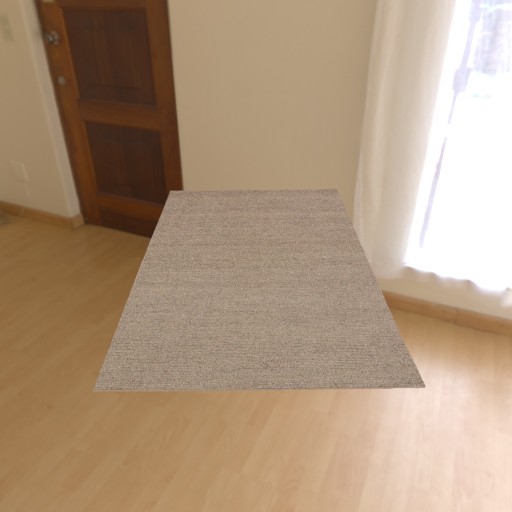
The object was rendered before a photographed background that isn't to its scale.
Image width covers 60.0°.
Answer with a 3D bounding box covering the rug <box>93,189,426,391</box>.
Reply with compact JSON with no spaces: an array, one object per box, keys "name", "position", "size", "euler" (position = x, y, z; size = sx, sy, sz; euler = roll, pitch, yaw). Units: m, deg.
[{"name":"rug","position":[0.000,0.000,2.293],"size":[1.154,0.021,1.792],"euler":[0,31,-1]}]
